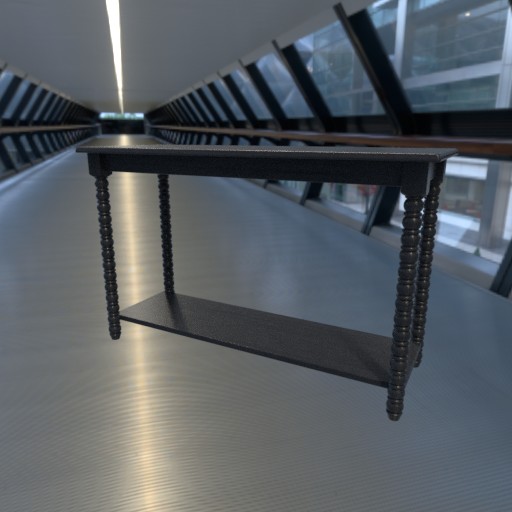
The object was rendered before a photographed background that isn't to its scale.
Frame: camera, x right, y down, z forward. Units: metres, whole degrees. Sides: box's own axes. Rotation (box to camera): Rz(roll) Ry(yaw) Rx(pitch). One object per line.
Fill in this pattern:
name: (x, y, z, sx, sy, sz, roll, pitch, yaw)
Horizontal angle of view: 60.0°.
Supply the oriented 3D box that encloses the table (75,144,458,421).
table: (0.000, 0.000, 1.547, 1.184, 0.735, 0.459, 8, 17, 27)
